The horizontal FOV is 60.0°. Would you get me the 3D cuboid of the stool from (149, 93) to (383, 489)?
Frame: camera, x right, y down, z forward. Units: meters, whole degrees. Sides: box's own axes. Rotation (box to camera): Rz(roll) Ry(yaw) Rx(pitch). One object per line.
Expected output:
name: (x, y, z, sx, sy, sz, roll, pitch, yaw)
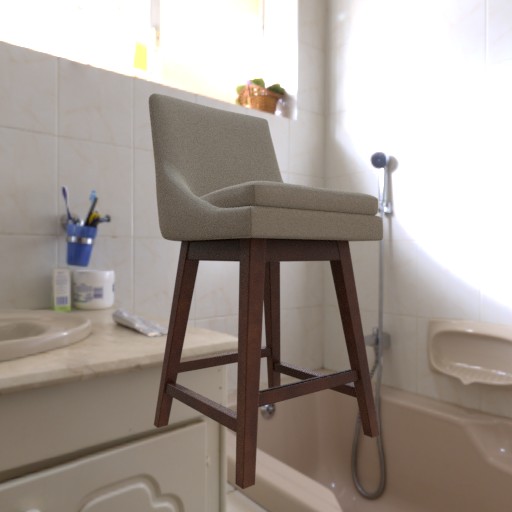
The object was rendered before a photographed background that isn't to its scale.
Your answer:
stool: (0.000, 0.000, 1.286, 0.469, 0.991, 0.559, 0, 0, -37)
